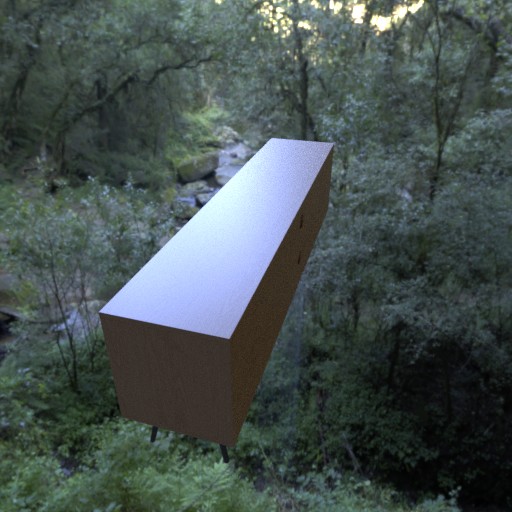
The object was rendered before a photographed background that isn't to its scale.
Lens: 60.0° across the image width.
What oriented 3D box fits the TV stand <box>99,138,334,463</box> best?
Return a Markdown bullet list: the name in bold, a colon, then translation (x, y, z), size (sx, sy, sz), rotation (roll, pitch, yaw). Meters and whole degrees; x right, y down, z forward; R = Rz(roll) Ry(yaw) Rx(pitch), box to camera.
- **TV stand**: translation (0.000, 0.000, 2.008), size (0.400, 0.580, 1.760), rotation (9, 31, 15)
